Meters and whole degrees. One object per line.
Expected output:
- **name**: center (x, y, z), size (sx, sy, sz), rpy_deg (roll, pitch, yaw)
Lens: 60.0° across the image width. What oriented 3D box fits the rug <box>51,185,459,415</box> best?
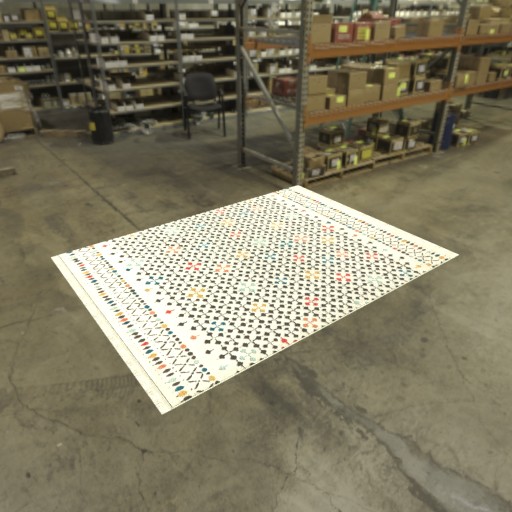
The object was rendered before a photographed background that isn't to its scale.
- **rug**: center (0.000, 0.000, 2.098), size (1.556, 0.006, 1.146), rpy_deg (-21, 36, -32)
